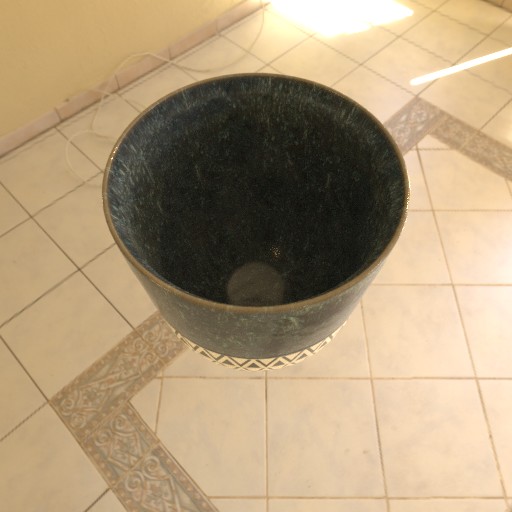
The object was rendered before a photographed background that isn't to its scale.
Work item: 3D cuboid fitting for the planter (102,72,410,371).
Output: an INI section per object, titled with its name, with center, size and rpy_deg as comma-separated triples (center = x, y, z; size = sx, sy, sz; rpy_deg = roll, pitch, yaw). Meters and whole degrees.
[planter]
center = 0.000, 0.000, 0.375
size = 0.195, 0.214, 0.195
rpy_deg = 0, 60, 0
